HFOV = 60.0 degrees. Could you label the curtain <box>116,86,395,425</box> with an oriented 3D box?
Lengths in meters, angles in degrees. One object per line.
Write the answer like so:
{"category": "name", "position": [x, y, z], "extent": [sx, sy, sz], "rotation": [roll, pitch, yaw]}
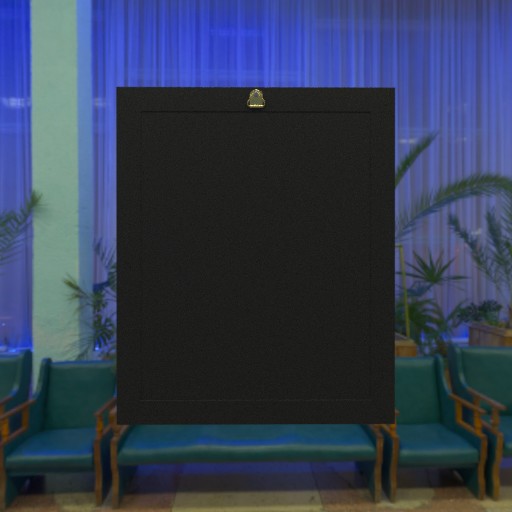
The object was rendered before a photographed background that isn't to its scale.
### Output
{"category": "curtain", "position": [0.000, 0.000, 0.773], "extent": [0.483, 0.585, 0.027], "rotation": [0, 0, 0]}
